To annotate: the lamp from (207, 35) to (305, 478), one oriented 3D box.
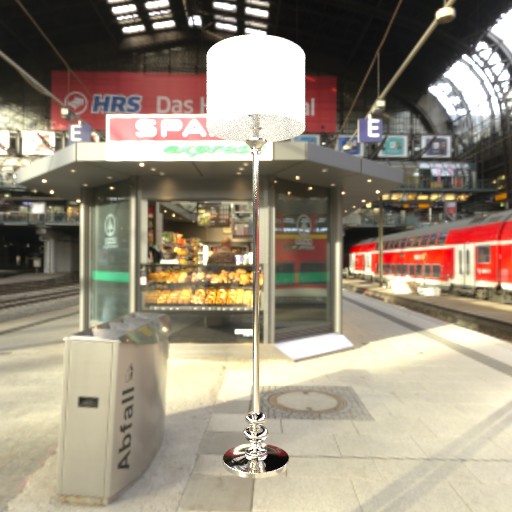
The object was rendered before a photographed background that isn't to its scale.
[{"bbox_3d":[0.000,0.000,1.609,0.356,1.487,0.356,0,-1,0],"label":"lamp"}]
